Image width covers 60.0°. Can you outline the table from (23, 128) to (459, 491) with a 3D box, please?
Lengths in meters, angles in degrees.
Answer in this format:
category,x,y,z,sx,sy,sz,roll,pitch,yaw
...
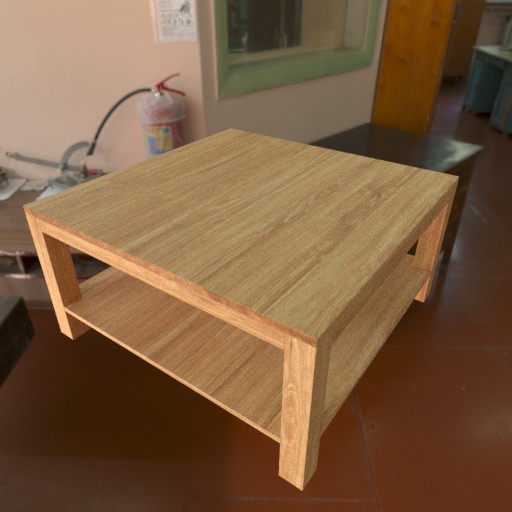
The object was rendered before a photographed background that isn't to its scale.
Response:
category,x,y,z,sx,sy,sz,roll,pitch,yaw
table,0.000,0.000,1.400,0.900,0.450,0.900,21,37,30
